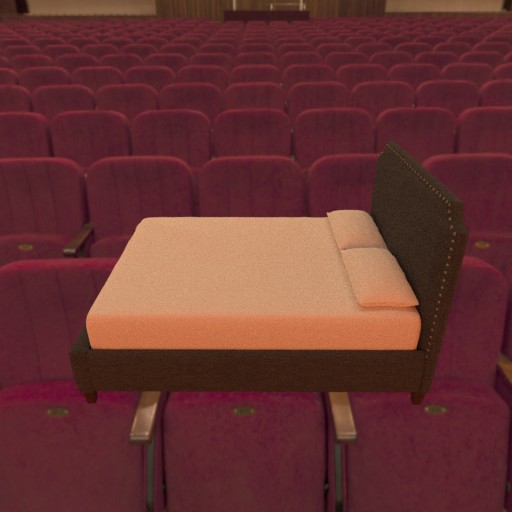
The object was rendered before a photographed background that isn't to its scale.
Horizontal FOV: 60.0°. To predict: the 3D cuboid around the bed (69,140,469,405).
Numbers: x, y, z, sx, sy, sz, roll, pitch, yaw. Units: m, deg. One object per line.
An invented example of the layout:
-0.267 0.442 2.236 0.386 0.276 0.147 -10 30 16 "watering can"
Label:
0.000 0.000 3.415 2.372 1.443 1.713 0 28 0 "bed"
